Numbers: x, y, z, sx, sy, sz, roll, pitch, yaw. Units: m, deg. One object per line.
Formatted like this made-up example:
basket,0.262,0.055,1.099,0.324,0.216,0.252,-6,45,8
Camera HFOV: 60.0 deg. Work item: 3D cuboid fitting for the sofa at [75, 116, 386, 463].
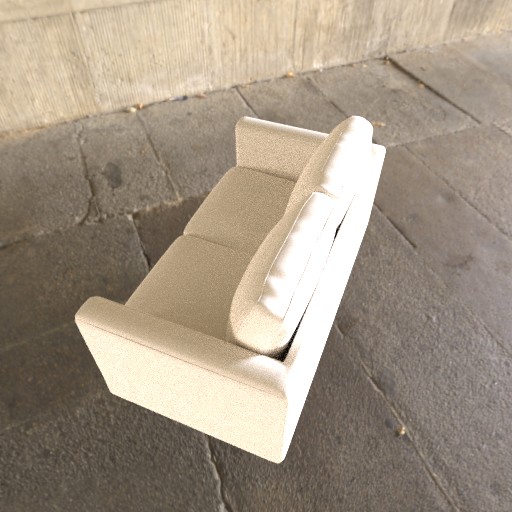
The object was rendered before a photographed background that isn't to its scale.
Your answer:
sofa,0.000,0.000,1.990,0.796,0.908,1.430,17,49,15
